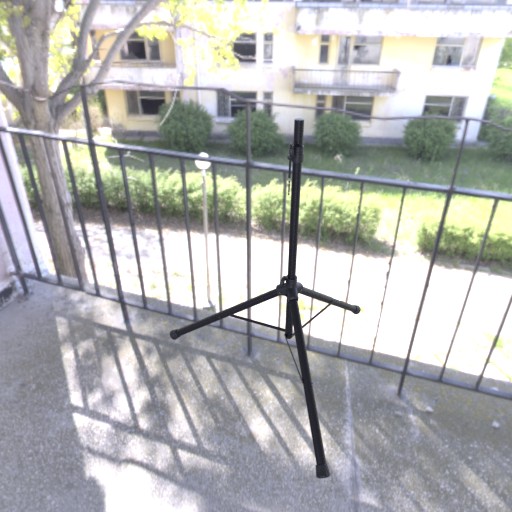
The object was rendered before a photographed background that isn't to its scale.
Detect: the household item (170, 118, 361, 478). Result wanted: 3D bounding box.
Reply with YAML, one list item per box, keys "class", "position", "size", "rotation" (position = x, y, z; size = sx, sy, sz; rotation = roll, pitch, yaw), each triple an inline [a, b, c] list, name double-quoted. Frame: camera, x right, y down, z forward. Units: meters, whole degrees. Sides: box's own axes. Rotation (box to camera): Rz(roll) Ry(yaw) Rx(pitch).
- class: "household item"
  position: [0.000, 0.000, 1.834]
  size: [0.907, 1.136, 1.045]
  rotation: [10, 32, 16]
